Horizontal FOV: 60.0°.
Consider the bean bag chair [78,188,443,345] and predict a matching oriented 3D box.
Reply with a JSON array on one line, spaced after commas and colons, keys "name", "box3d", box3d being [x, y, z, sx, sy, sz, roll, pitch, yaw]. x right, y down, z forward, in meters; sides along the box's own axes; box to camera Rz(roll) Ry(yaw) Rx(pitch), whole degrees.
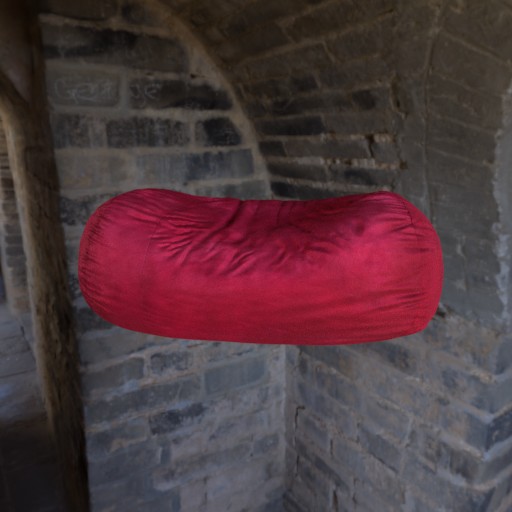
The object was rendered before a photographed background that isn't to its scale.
[{"name": "bean bag chair", "box3d": [0.000, 0.000, 2.909, 2.293, 0.867, 1.216, 2, 14, 8]}]
